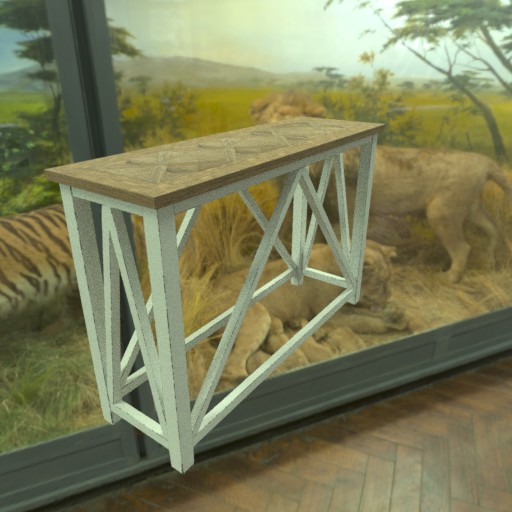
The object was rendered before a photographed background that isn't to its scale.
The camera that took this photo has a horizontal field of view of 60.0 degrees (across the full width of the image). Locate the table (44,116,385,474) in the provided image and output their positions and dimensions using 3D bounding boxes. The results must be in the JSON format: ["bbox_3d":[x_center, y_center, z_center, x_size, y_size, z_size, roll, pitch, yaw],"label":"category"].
[{"bbox_3d":[0.000,0.000,1.827,0.450,0.930,1.400,17,30,32],"label":"table"}]
